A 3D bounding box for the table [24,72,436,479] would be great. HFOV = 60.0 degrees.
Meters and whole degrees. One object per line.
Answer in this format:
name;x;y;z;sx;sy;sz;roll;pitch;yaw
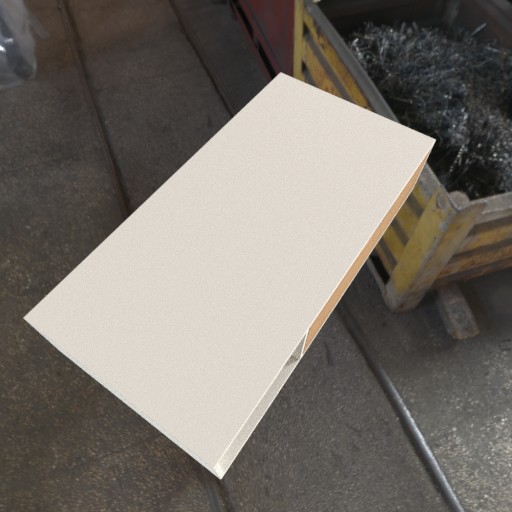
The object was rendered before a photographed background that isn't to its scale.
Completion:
table;0.000;0.000;1.474;0.609;0.432;1.194;31;63;17
